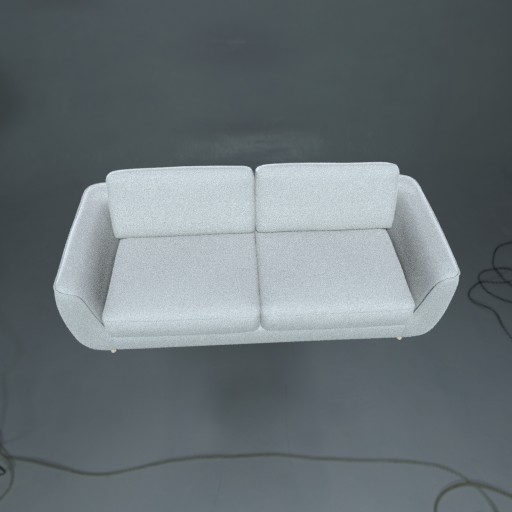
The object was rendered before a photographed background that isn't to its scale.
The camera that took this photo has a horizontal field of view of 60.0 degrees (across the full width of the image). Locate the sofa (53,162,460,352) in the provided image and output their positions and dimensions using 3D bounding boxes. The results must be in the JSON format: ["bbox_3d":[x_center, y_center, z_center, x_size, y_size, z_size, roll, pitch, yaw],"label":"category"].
[{"bbox_3d":[0.000,0.000,2.531,2.000,0.850,0.920,-2,46,-2],"label":"sofa"}]
